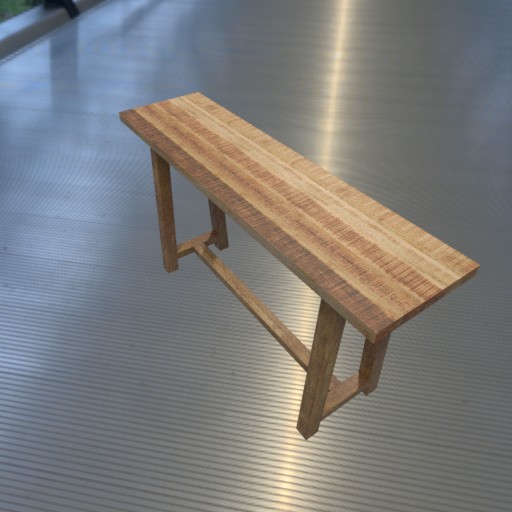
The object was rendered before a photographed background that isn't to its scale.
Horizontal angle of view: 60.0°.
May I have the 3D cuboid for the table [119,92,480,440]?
[{"bbox_3d":[0.000,0.000,1.845,0.405,0.810,1.524,-25,47,-26],"label":"table"}]
